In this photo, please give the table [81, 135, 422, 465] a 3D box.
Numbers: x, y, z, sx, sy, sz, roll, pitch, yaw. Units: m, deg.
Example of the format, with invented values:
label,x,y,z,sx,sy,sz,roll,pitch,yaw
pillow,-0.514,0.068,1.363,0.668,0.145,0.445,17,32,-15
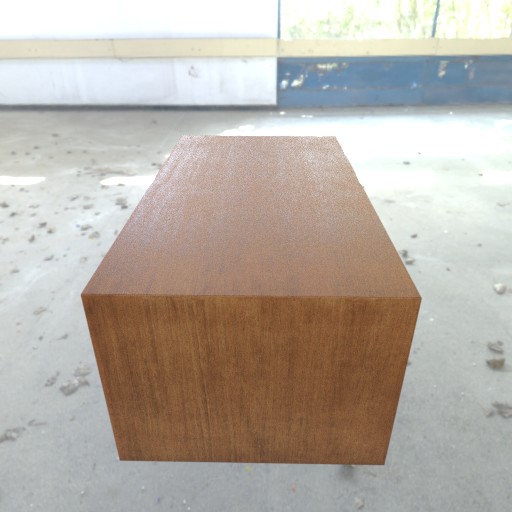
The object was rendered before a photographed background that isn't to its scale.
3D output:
label,x,y,z,sx,sy,sz,roll,pitch,yaw
table,0.000,0.000,1.248,0.549,0.419,1.000,1,30,1
